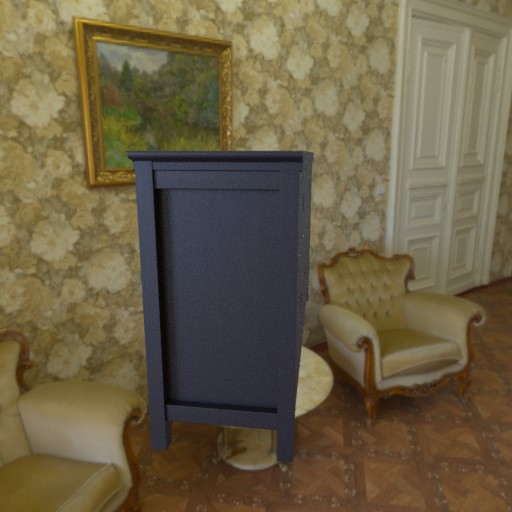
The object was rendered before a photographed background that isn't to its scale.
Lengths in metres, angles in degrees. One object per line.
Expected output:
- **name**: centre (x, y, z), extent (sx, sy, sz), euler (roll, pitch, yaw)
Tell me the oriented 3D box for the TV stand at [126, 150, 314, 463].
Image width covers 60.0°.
- **TV stand**: centre (0.000, 0.000, 1.492), extent (0.347, 0.681, 1.198), euler (2, 13, 8)
